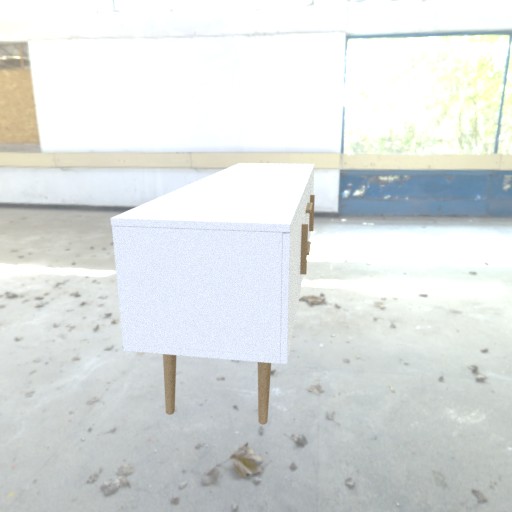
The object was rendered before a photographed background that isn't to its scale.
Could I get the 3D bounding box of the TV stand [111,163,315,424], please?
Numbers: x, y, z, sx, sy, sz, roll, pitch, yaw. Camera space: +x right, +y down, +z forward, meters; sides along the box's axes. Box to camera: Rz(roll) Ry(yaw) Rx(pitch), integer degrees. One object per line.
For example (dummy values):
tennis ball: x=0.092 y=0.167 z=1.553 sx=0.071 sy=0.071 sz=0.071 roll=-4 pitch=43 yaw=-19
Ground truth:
TV stand: x=0.000 y=0.000 z=1.650 sx=0.401 sy=0.560 sz=1.398 roll=3 pitch=17 yaw=9
